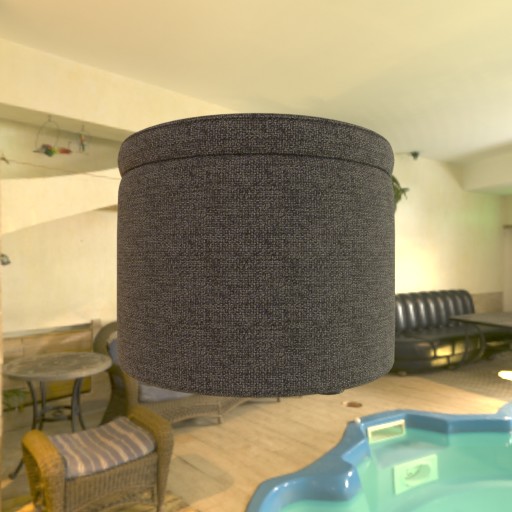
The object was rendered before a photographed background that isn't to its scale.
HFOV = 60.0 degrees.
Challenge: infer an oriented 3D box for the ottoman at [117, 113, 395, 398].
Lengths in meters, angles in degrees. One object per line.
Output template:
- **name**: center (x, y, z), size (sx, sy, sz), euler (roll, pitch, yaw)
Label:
- **ottoman**: center (0.000, 0.000, 0.868), size (0.520, 0.430, 0.520), euler (0, 0, 0)
